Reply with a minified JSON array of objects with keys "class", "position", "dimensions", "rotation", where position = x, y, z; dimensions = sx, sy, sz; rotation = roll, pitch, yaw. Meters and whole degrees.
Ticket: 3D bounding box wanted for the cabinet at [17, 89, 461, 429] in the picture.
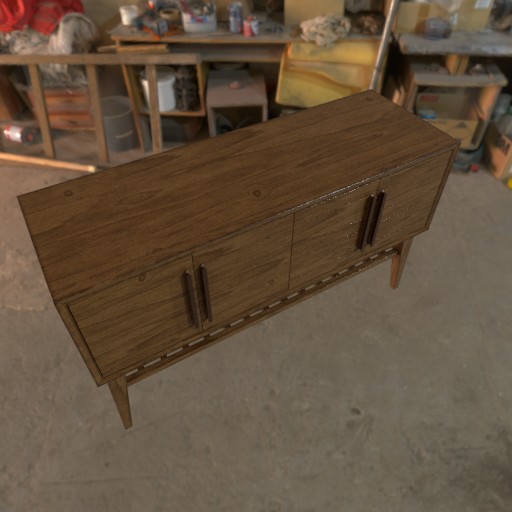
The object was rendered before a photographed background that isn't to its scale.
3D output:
[{"class":"cabinet","position":[0.000,0.000,1.697],"dimensions":[1.363,0.802,0.477],"rotation":[-23,50,-21]}]
